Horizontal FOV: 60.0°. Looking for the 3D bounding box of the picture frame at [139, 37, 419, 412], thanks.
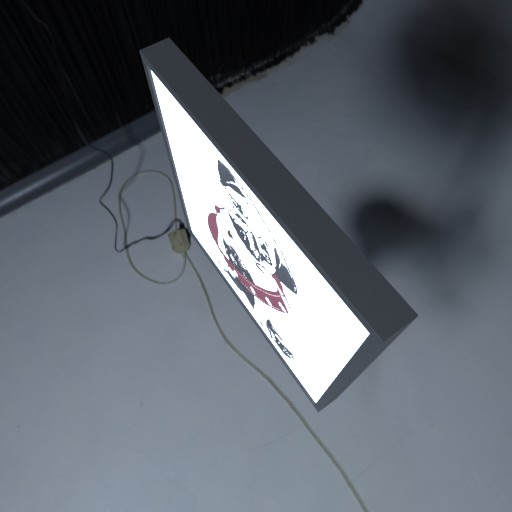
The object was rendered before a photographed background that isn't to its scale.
[{"bbox_3d":[0.000,0.000,0.475,0.030,0.317,0.317,-32,67,-15],"label":"picture frame"}]
